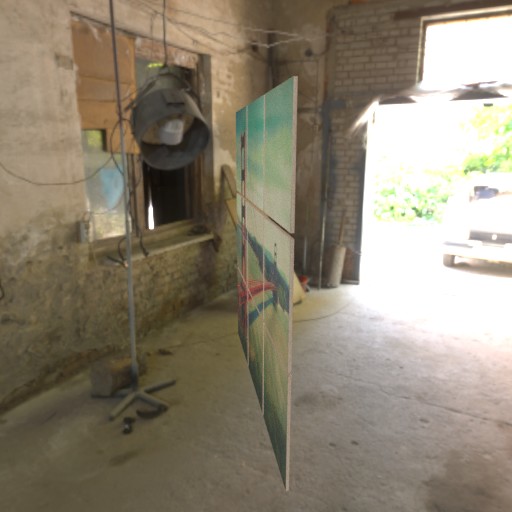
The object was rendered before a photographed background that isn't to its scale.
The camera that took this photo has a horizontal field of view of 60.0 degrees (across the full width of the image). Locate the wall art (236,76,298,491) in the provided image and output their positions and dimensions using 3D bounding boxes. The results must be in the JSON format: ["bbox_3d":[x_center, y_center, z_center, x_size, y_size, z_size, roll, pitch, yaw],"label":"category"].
[{"bbox_3d":[0.000,0.000,2.266,0.014,1.507,1.519,-2,14,-9],"label":"wall art"}]
